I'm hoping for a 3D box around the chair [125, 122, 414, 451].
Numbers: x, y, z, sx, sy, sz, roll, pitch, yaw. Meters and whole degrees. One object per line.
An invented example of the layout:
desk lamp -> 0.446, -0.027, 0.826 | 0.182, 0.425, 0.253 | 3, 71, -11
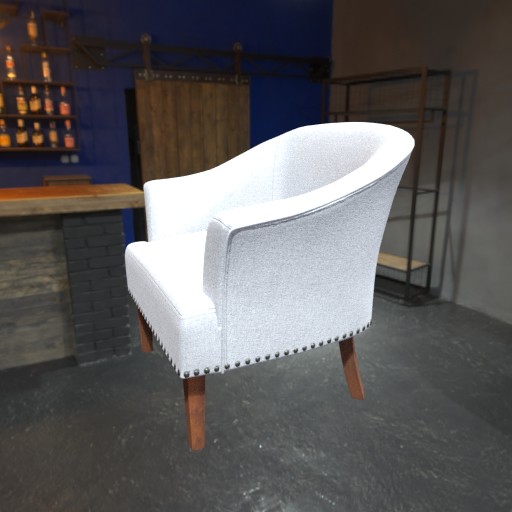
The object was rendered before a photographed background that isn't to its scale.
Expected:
chair -> 0.000, 0.000, 1.399 | 0.704, 0.815, 0.798 | -7, 17, -25
